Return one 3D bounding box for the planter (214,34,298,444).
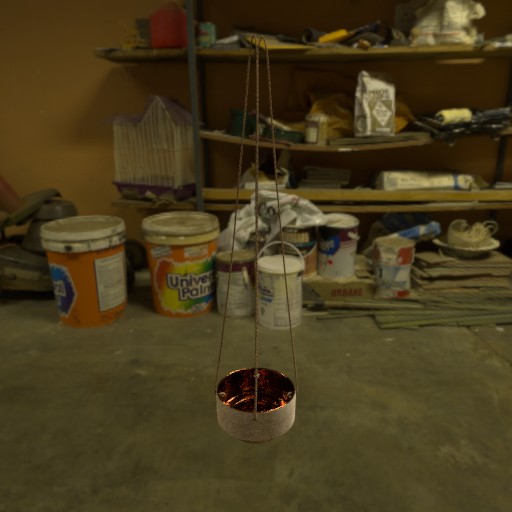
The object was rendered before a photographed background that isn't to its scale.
[{"bbox_3d":[0.000,0.000,1.138,0.223,1.030,0.223,-15,23,-41],"label":"planter"}]
